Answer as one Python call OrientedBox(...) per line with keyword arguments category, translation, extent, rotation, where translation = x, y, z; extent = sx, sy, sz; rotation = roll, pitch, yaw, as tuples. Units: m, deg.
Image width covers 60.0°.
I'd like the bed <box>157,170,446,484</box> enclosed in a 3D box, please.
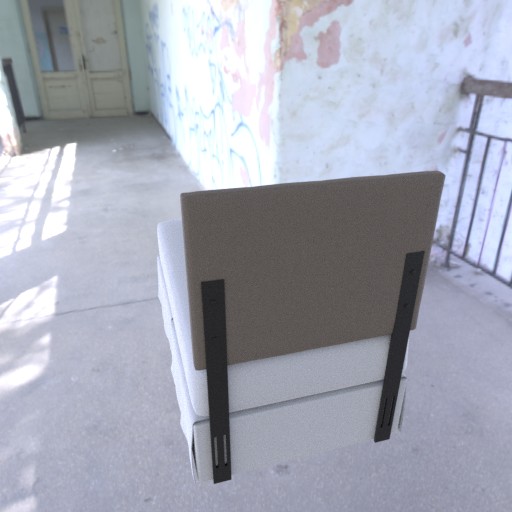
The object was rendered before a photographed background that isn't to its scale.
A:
OrientedBox(category="bed", translation=(0.000, 0.000, 2.939), extent=(1.261, 1.571, 1.997), rotation=(-7, 27, -14))
